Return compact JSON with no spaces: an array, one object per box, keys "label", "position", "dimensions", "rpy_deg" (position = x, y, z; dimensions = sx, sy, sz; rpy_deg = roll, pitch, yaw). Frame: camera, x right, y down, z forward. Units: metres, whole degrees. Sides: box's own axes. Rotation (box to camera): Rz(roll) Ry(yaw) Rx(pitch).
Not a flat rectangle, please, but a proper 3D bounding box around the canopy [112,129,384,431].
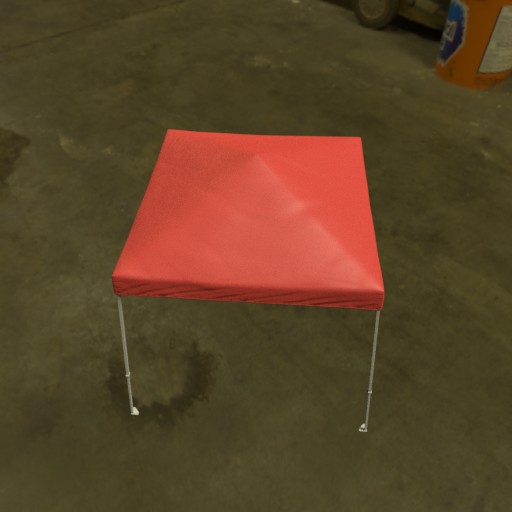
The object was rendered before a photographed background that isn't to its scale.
[{"label":"canopy","position":[0.000,0.000,5.243],"dimensions":[2.849,2.849,2.848],"rpy_deg":[3,48,3]}]
